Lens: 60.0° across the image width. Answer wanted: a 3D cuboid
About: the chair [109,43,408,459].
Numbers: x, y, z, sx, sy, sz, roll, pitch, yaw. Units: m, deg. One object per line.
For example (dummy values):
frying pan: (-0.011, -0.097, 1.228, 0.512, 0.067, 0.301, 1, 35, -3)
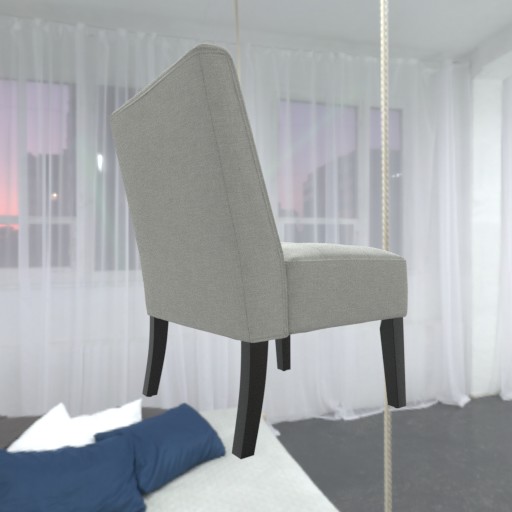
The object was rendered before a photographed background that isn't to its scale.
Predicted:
chair: (0.000, 0.000, 1.269, 0.676, 0.853, 0.569, 0, 0, -36)
